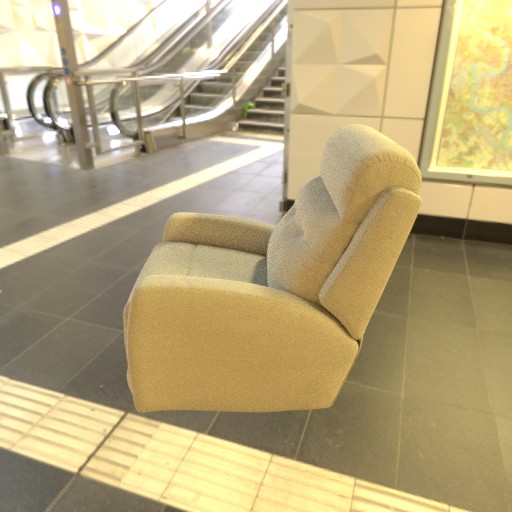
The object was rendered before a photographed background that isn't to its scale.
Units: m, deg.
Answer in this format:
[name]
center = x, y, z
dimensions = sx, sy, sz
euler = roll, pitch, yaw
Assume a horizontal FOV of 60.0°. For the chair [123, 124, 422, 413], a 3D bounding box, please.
[chair]
center = 0.000, 0.000, 1.815
dimensions = 1.043, 1.013, 0.798
euler = 0, 25, 0
